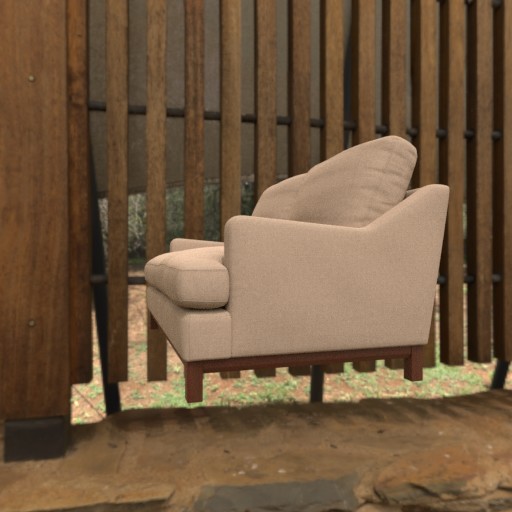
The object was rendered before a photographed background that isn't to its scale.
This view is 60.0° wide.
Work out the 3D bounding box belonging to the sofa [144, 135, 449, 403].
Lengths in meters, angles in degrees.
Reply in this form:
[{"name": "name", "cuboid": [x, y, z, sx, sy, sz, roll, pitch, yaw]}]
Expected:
[{"name": "sofa", "cuboid": [0.000, 0.000, 2.221, 1.004, 0.910, 1.619, 0, -1, -17]}]
